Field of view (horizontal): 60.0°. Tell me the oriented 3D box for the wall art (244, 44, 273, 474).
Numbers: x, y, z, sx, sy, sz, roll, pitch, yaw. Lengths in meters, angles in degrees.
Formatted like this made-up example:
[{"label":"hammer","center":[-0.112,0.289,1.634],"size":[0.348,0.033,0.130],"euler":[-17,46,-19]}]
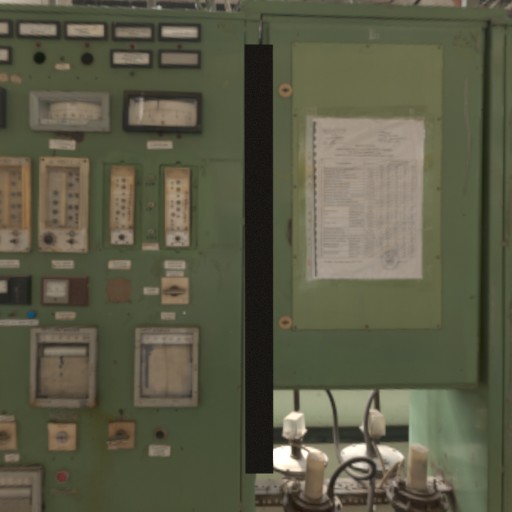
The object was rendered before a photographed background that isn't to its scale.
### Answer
[{"label":"wall art","center":[0.000,0.000,0.751],"size":[0.031,0.457,0.558],"euler":[0,1,-1]}]
